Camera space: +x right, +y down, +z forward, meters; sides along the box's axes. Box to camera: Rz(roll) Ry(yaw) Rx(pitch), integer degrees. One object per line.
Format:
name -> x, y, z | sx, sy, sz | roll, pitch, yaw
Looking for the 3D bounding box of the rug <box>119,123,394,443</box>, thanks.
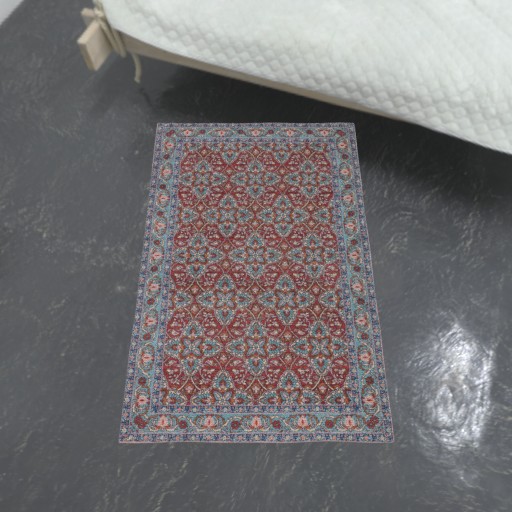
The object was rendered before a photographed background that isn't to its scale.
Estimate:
rug -> 0.000, 0.000, 2.350 | 1.219, 0.009, 1.829 | 0, 64, 0
